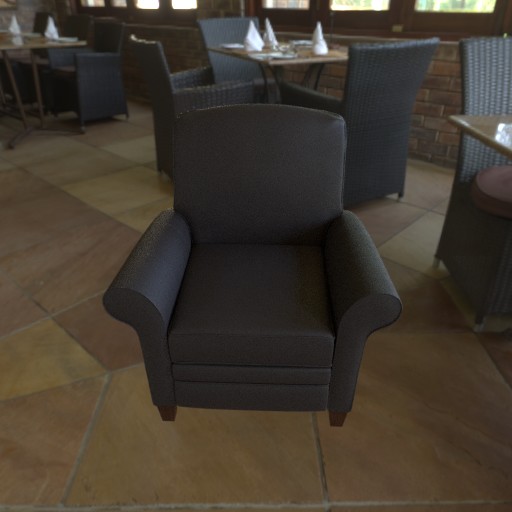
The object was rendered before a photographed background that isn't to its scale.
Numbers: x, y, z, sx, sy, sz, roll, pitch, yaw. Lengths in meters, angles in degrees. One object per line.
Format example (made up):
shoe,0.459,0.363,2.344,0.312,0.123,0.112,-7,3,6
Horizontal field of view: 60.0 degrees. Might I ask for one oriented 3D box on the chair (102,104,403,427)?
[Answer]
chair,0.000,0.000,1.844,0.978,1.061,0.902,1,30,2
